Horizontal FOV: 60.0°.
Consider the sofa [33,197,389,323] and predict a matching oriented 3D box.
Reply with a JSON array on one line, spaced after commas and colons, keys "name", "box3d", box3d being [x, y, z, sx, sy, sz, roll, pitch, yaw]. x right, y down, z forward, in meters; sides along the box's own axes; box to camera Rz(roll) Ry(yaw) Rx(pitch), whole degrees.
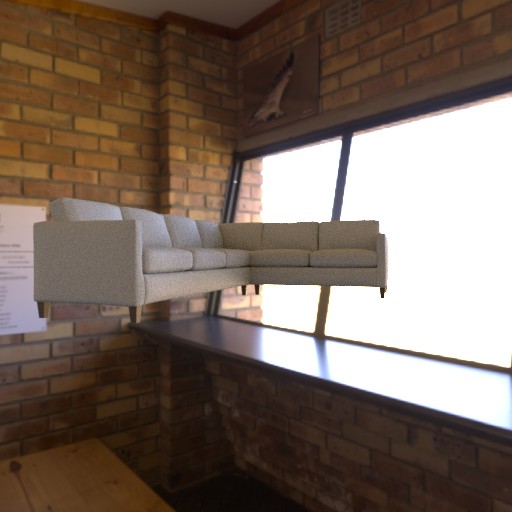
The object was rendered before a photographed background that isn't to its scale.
[{"name": "sofa", "box3d": [0.000, 0.000, 4.495, 2.522, 0.934, 3.333, 0, 0, 18]}]
